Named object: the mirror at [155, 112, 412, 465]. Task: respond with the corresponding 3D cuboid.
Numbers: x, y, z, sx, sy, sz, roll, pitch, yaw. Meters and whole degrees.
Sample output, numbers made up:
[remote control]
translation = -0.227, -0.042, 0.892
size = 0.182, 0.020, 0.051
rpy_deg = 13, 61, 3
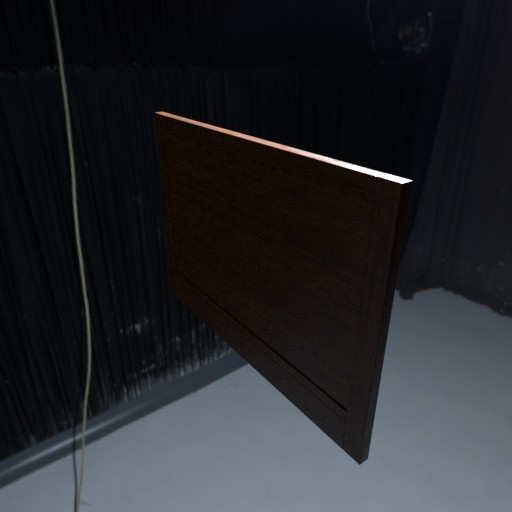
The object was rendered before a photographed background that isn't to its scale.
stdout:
[mirror]
translation = 0.000, 0.000, 0.994
size = 0.084, 0.537, 0.758
rpy_deg = -18, 31, -32
